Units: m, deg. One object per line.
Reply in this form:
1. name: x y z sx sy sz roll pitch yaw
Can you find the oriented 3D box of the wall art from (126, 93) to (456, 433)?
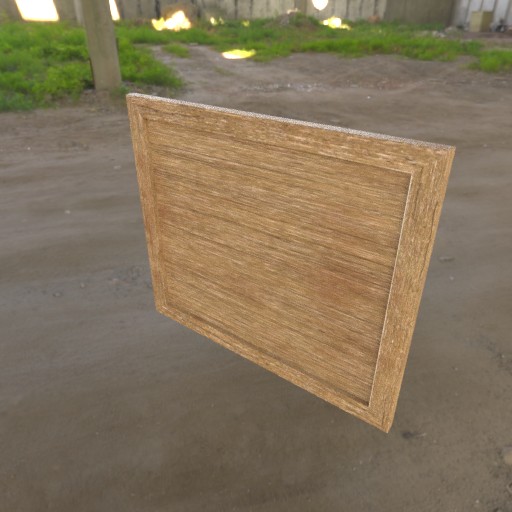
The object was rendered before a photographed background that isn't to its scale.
1. wall art: 0.000 0.000 0.946 0.690 0.588 0.026 21 36 31
